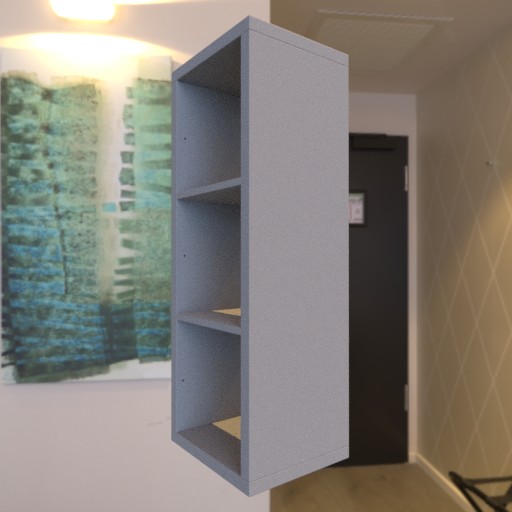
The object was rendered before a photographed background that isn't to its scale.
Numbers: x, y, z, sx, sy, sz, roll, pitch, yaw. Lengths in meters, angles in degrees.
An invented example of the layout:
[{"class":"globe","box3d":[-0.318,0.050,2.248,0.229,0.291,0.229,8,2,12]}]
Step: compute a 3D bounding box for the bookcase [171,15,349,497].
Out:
[{"class":"bookcase","box3d":[0.000,0.000,1.246,0.330,1.080,0.390,0,0,-37]}]
